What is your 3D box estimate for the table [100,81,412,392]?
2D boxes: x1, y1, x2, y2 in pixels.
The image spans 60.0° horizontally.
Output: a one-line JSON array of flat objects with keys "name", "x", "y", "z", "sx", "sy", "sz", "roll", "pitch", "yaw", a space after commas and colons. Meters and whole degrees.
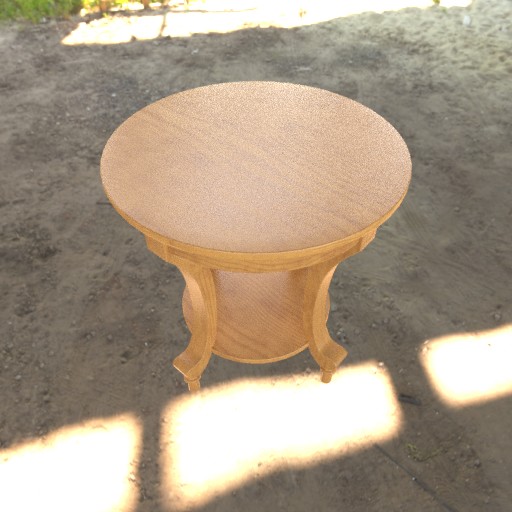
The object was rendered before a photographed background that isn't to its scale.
[{"name": "table", "x": 0.000, "y": 0.000, "z": 1.089, "sx": 0.597, "sy": 0.612, "sz": 0.597, "roll": 0, "pitch": 45, "yaw": 0}]
